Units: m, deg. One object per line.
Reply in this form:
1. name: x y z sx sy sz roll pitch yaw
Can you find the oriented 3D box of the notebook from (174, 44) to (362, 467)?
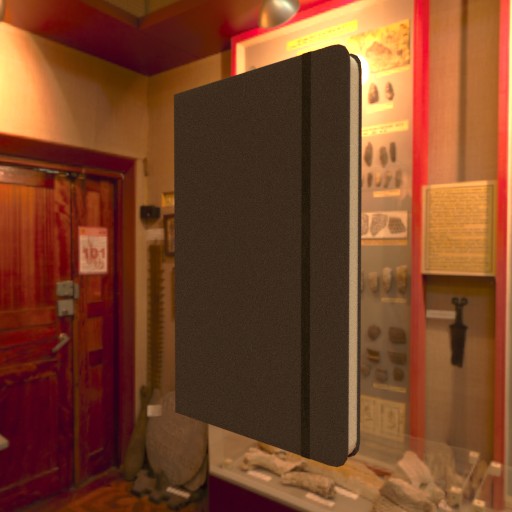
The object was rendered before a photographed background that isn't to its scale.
1. notebook: 0.000 0.000 0.262 0.127 0.213 0.016 1 2 38
